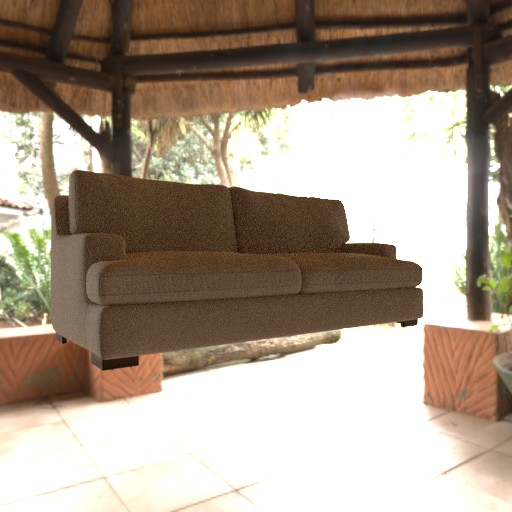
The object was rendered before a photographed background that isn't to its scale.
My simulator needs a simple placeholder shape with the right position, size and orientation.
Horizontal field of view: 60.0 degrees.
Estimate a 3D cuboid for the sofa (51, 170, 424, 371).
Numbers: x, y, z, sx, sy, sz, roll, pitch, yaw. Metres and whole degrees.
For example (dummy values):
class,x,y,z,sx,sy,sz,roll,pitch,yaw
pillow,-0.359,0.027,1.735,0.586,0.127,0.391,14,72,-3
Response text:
class,x,y,z,sx,sy,sz,roll,pitch,yaw
sofa,0.000,0.000,2.679,2.147,0.925,0.929,0,-1,-36
